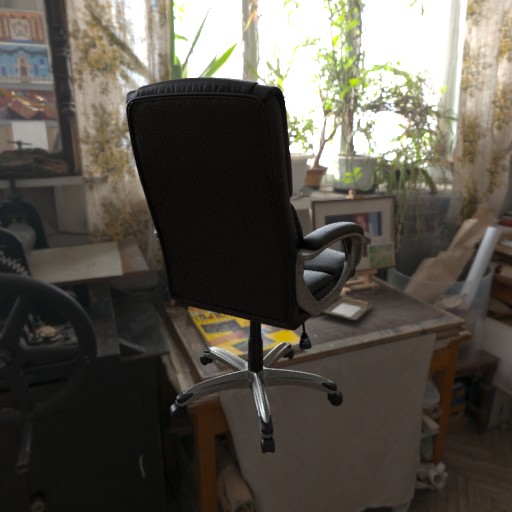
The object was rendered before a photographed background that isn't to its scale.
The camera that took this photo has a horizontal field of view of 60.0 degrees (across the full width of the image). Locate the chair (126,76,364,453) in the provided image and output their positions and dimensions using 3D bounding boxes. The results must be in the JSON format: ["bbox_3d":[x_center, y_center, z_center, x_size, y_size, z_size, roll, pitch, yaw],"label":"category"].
[{"bbox_3d":[0.000,0.000,1.598,0.663,1.155,0.739,9,20,27],"label":"chair"}]
